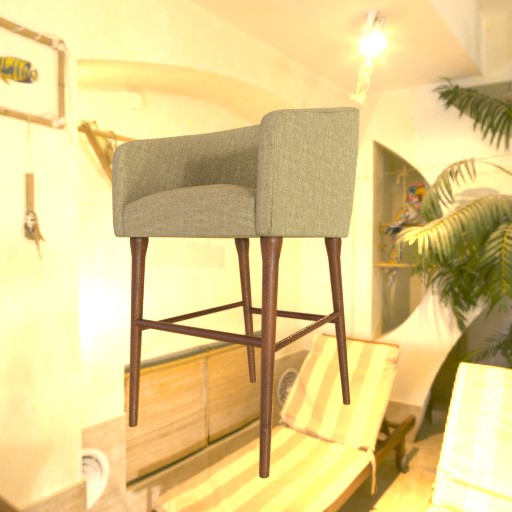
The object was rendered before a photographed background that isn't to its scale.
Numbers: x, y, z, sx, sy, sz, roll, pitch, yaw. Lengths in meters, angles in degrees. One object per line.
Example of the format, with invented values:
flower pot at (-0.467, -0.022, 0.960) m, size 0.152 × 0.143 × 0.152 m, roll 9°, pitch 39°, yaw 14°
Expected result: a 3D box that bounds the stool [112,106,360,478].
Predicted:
stool at (0.000, 0.000, 1.323) m, size 0.559 × 0.952 × 0.635 m, roll 1°, pitch 2°, yaw 36°
